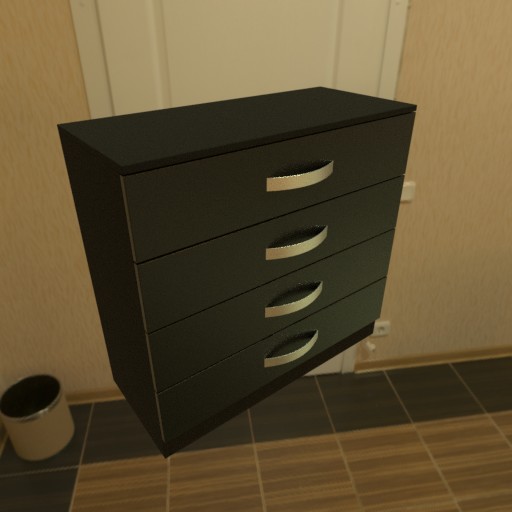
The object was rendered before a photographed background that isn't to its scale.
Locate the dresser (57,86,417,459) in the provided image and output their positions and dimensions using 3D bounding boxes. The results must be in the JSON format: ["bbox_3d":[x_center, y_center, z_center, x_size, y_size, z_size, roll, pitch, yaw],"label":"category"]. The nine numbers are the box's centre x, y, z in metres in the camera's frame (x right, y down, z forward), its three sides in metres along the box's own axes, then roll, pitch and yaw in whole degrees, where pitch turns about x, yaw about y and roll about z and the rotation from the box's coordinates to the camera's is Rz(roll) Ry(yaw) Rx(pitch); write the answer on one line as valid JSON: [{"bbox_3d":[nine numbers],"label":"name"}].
[{"bbox_3d":[0.000,0.000,1.159,0.750,0.720,0.360,-21,36,-32],"label":"dresser"}]
